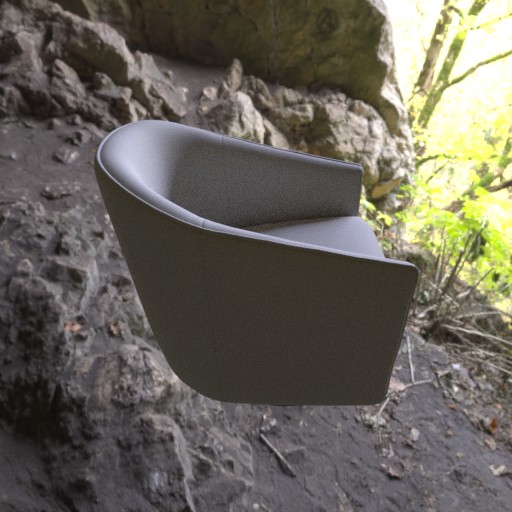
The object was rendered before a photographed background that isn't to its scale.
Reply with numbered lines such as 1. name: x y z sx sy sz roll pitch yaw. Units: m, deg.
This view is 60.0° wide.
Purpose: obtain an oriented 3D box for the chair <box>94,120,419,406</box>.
1. chair: 0.000 0.000 1.461 0.875 0.799 0.747 0 32 0
